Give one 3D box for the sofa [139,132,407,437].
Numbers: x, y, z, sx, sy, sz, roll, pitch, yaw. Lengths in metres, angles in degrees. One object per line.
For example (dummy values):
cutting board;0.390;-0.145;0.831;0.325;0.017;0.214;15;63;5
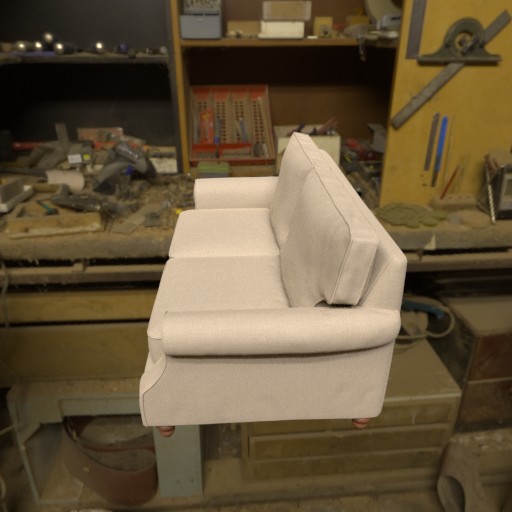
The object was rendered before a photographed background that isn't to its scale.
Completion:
sofa;0.000;0.000;2.242;0.964;0.937;1.665;-1;27;-2
